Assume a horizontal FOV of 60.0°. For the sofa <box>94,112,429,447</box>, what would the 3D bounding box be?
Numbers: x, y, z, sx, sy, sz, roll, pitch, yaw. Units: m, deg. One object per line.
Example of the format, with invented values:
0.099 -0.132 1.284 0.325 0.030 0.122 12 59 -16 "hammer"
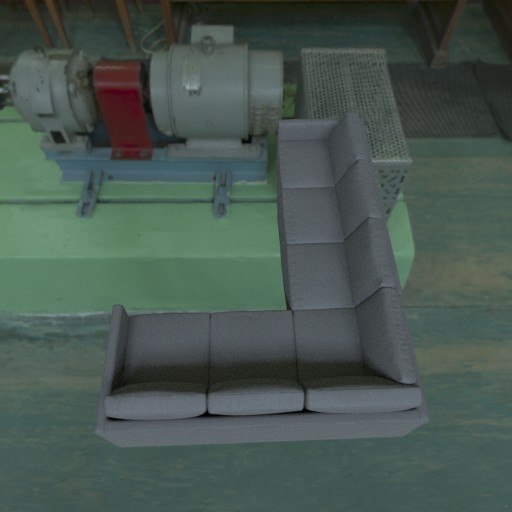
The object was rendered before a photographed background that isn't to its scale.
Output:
0.000 0.000 4.201 2.432 0.871 3.182 -2 59 -1 "sofa"
